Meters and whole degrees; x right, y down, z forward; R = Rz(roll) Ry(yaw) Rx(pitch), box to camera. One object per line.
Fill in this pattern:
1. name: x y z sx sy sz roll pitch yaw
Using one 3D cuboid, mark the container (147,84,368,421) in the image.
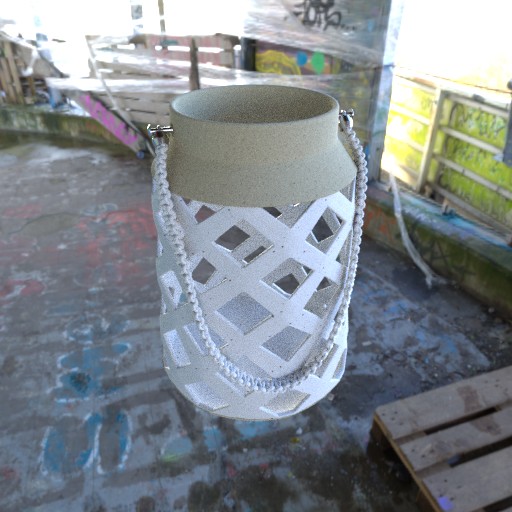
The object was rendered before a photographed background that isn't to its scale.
1. container: 0.000 0.000 0.394 0.188 0.264 0.198 -9 33 -14
